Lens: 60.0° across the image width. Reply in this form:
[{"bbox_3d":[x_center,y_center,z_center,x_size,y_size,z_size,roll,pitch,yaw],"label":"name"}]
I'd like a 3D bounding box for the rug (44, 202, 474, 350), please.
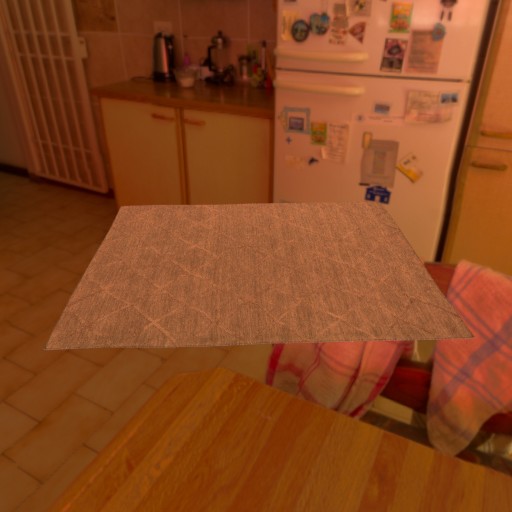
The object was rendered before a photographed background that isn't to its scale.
[{"bbox_3d":[0.000,0.000,4.142,3.048,0.013,2.438,-1,30,-2],"label":"rug"}]
